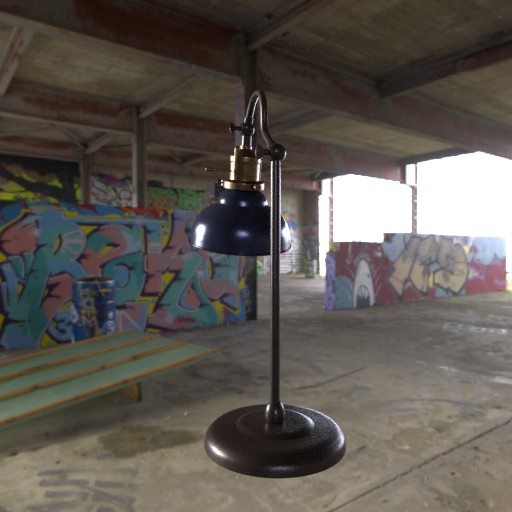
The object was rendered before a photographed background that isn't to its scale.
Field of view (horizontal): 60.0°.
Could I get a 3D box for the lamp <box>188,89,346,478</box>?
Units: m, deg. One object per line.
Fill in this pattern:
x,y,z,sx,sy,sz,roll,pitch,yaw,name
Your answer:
0.000,0.000,0.691,0.192,0.508,0.374,0,1,-16,lamp
